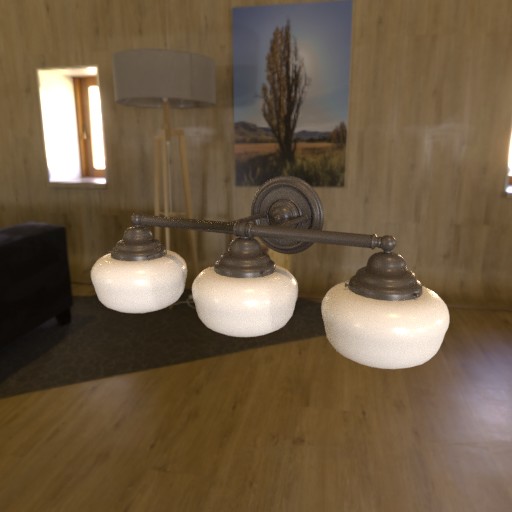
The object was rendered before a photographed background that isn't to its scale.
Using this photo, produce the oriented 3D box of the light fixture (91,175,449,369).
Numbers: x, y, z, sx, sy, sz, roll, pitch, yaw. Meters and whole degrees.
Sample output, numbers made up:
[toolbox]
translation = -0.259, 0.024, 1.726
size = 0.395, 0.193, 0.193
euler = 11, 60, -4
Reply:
[light fixture]
translation = 0.000, 0.000, 0.711
size = 0.587, 0.242, 0.239
euler = 7, 16, 26
